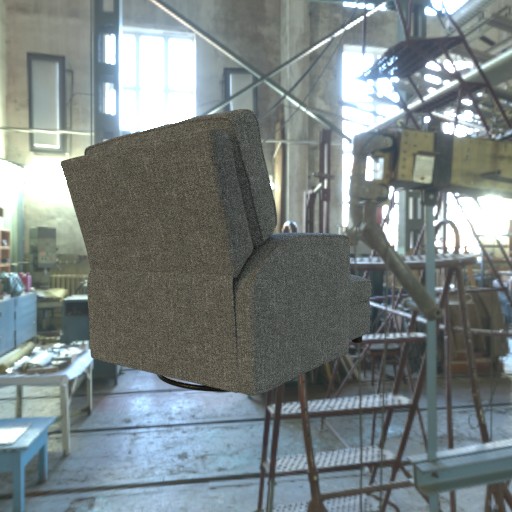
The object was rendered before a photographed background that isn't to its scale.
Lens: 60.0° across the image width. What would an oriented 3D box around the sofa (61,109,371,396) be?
[{"bbox_3d":[0.000,0.000,2.028,0.861,0.959,1.472,0,1,36],"label":"sofa"}]
